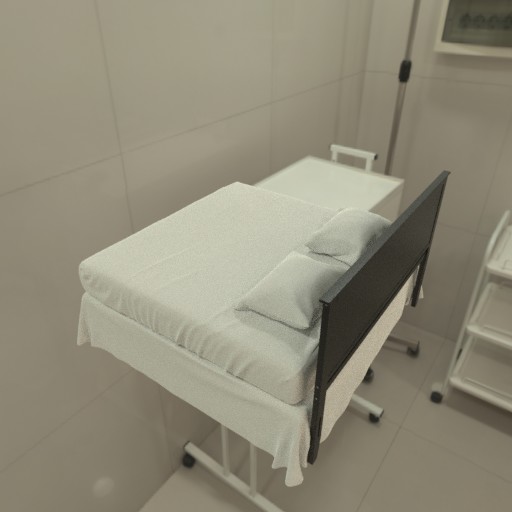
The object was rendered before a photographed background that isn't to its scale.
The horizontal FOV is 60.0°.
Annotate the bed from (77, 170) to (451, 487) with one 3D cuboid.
[{"bbox_3d":[0.000,0.000,3.556,2.219,1.271,2.315,21,37,29],"label":"bed"}]
